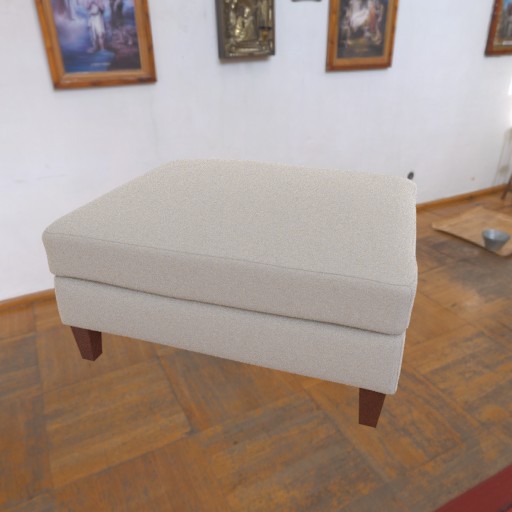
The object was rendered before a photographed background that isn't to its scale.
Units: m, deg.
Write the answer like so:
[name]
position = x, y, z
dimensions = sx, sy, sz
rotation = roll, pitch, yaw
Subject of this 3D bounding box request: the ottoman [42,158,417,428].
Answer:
[ottoman]
position = 0.000, 0.000, 1.481
dimensions = 0.976, 0.492, 0.836
rotation = 8, 27, 16
